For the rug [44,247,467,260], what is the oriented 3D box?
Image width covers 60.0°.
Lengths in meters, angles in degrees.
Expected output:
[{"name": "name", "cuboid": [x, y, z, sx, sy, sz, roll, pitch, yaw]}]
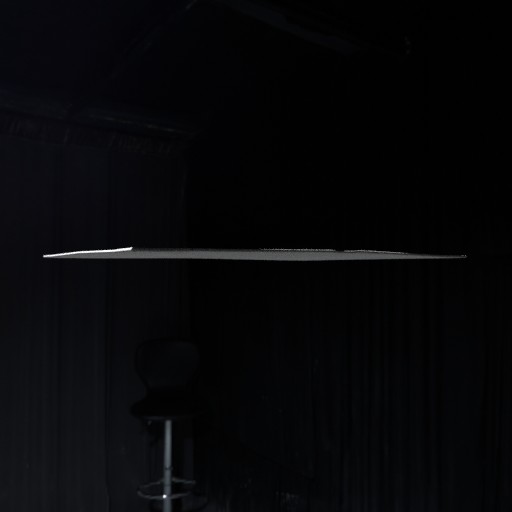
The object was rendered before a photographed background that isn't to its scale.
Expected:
[{"name": "rug", "cuboid": [0.000, 0.000, 3.667, 2.869, 0.038, 2.032, 1, -2, -35]}]
